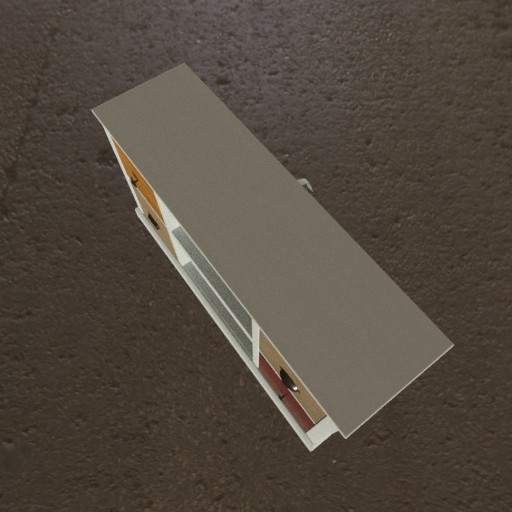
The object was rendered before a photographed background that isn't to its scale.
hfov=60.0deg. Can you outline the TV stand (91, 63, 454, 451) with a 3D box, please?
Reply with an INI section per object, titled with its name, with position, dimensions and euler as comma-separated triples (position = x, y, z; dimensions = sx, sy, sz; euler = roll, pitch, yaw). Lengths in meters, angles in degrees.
[TV stand]
position = 0.000, 0.000, 1.504
dimensions = 0.424, 0.624, 1.187
euler = -34, 69, -15
